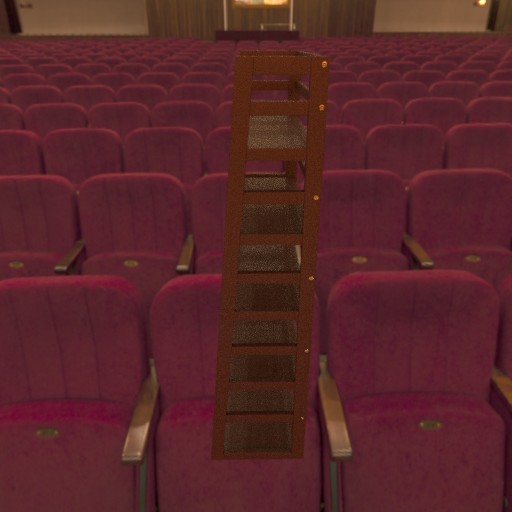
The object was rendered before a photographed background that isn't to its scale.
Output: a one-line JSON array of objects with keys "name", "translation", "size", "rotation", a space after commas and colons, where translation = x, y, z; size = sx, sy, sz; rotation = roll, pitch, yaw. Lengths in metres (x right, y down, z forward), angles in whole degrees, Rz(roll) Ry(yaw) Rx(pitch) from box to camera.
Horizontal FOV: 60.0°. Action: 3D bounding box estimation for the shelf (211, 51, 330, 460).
[{"name": "shelf", "translation": [0.000, 0.000, 1.920], "size": [0.403, 1.600, 0.763], "rotation": [0, 26, -1]}]
